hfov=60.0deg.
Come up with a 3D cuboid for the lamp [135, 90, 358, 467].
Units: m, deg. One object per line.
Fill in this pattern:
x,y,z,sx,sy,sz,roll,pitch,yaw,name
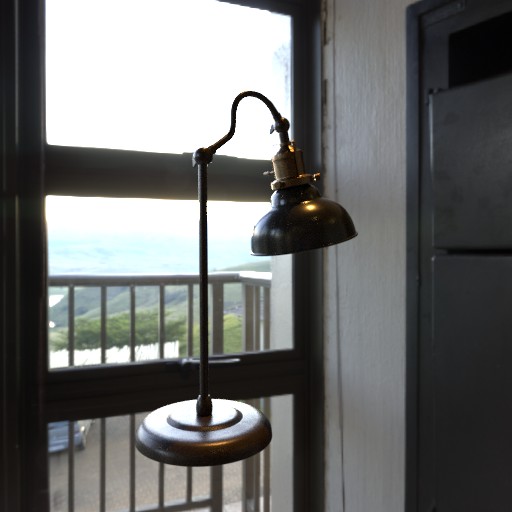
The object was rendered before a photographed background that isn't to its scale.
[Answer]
0.000,0.000,0.684,0.374,0.508,0.192,0,0,-37,lamp
